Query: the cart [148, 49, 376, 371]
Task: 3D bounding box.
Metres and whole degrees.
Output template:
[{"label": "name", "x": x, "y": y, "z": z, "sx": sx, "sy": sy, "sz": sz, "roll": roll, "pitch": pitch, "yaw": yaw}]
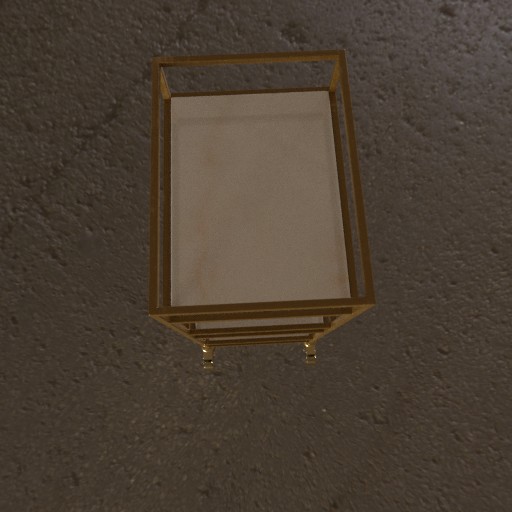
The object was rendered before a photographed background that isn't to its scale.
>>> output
[{"label": "cart", "x": 0.000, "y": 0.000, "z": 1.004, "sx": 0.332, "sy": 0.761, "sz": 0.483, "roll": -3, "pitch": 75, "yaw": -1}]
